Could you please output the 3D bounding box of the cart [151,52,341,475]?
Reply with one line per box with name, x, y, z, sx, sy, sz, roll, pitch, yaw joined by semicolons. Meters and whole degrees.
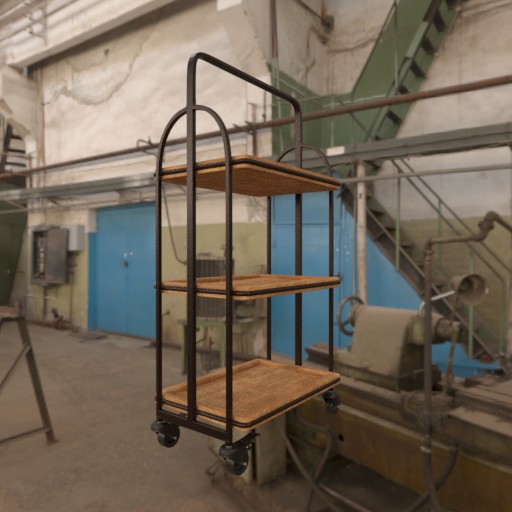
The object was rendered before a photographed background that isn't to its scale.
cart;0.000;0.000;1.267;0.327;1.001;0.553;1;1;37
